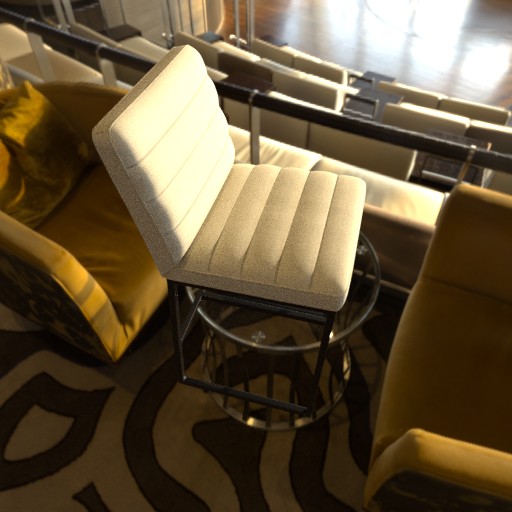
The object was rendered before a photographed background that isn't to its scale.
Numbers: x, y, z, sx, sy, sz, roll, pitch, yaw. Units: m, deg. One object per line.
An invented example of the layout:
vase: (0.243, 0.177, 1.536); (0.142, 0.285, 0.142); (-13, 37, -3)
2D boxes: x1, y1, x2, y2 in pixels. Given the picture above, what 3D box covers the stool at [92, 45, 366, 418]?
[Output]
stool: (0.000, 0.000, 1.336); (0.560, 1.040, 0.460); (11, 48, 10)
